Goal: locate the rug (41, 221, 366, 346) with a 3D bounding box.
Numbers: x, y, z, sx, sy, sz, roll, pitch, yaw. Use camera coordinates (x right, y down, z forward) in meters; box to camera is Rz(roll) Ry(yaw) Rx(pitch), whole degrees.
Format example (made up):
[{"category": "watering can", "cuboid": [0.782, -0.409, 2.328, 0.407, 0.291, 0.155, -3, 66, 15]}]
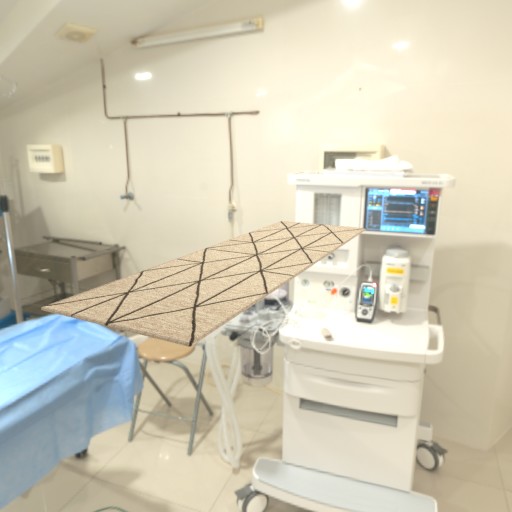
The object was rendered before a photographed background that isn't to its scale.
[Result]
[{"category": "rug", "cuboid": [0.000, 0.000, 2.730, 0.762, 0.012, 2.438, 7, 16, 27]}]
